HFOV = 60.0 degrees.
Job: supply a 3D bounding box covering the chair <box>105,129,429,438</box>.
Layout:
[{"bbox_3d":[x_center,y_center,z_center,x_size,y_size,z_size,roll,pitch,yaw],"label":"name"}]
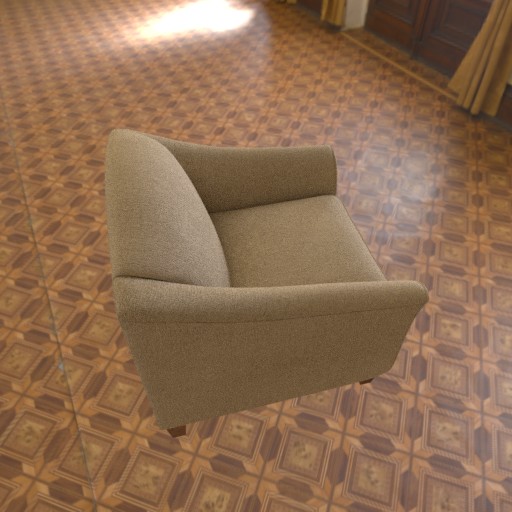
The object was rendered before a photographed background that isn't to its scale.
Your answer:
[{"bbox_3d":[0.000,0.000,1.441,0.787,0.839,0.763,-10,47,-10],"label":"chair"}]
